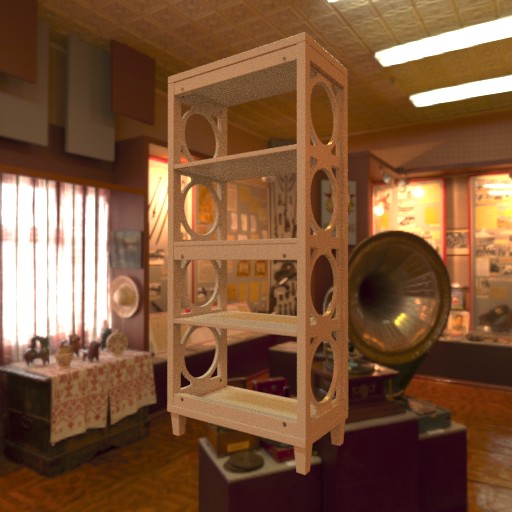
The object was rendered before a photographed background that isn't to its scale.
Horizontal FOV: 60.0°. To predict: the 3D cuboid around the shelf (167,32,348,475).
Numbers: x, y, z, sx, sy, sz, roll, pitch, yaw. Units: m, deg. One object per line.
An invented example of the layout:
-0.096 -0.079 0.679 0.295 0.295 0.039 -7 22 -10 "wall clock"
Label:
0.000 0.000 1.706 0.611 1.411 0.340 0 -1 34 "shelf"
